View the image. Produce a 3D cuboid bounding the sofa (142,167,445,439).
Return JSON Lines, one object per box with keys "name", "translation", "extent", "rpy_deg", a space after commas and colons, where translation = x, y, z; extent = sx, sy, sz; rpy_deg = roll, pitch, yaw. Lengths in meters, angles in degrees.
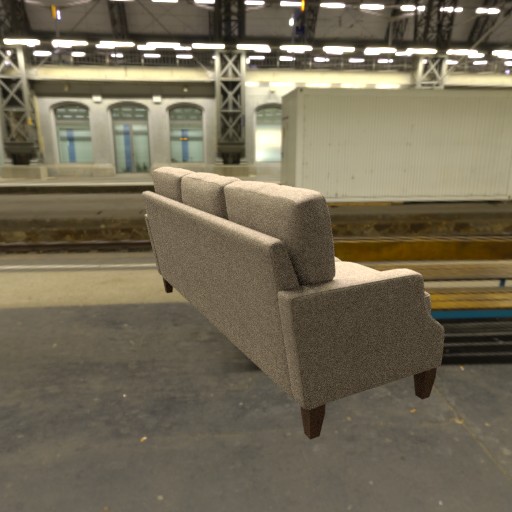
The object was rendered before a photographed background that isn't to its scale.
{"name": "sofa", "translation": [0.000, 0.000, 2.658], "extent": [0.888, 0.984, 2.115], "rpy_deg": [-7, 16, -26]}
